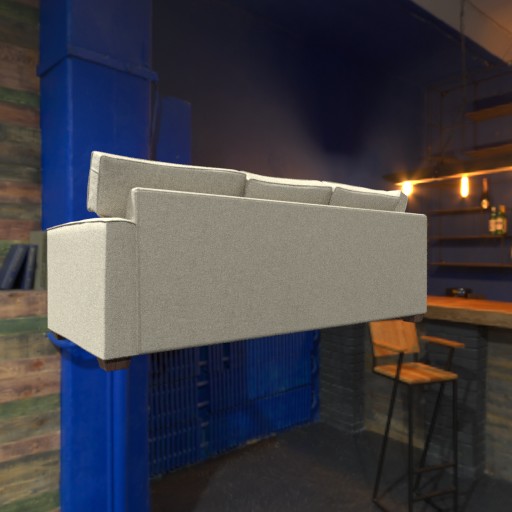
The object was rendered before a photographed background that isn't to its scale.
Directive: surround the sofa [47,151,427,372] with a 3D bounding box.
[{"bbox_3d":[0.000,0.000,2.879,2.323,0.948,1.053,0,0,-37],"label":"sofa"}]
